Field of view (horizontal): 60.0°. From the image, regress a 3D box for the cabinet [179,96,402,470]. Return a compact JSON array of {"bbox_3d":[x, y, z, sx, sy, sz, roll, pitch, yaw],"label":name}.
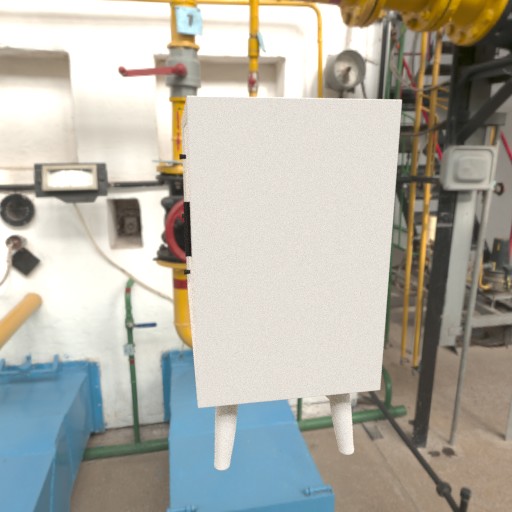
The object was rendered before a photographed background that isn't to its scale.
[{"bbox_3d":[0.000,0.000,1.242,0.398,0.761,0.800,-2,14,-10],"label":"cabinet"}]
